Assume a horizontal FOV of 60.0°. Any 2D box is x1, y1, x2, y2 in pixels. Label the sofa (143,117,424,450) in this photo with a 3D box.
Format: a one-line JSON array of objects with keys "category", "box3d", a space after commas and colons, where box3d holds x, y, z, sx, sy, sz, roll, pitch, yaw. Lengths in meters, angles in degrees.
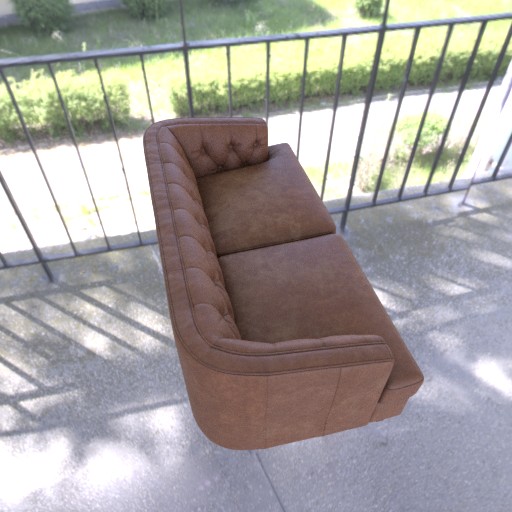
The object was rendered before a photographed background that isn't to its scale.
[{"category": "sofa", "box3d": [0.000, 0.000, 2.258, 0.914, 0.786, 1.755, -11, 47, -10]}]
